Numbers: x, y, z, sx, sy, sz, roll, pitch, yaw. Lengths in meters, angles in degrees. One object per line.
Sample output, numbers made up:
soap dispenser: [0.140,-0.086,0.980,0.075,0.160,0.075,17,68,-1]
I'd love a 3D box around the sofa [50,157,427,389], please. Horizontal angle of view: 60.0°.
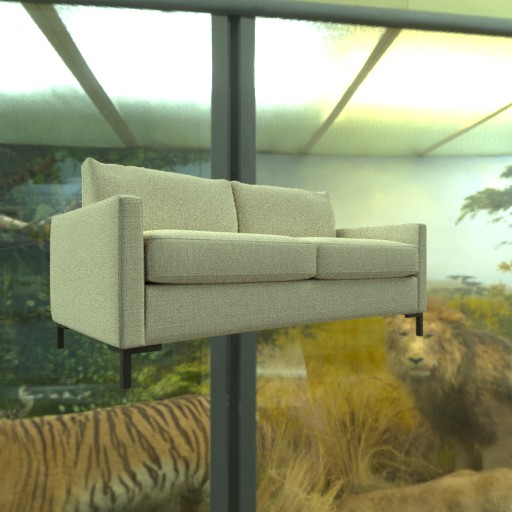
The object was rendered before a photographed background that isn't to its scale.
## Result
sofa: [0.000,0.000,2.095,1.651,0.812,0.839,1,-1,-37]
